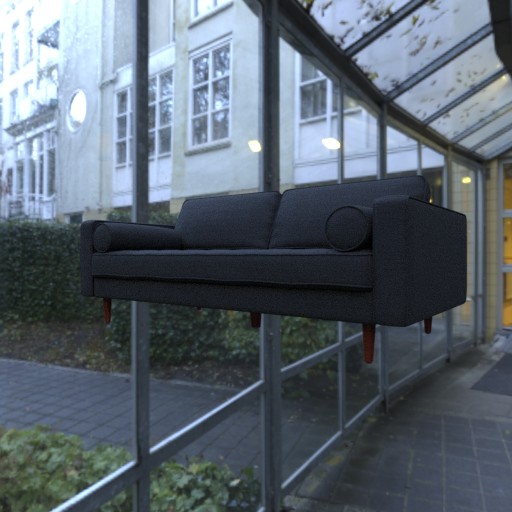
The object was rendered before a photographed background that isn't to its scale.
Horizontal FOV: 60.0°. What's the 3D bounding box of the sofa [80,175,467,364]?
[{"bbox_3d":[0.000,0.000,2.326,1.875,0.759,0.914,0,0,37],"label":"sofa"}]
